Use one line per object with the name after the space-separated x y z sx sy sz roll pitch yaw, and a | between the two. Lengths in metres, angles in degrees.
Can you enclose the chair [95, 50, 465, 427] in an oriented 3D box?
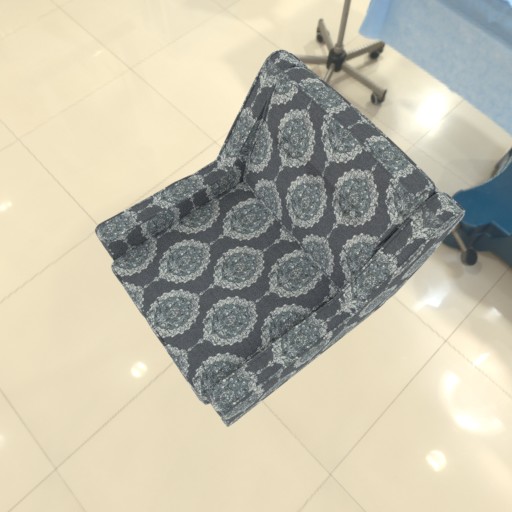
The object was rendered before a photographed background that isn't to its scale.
0.000 0.000 1.334 0.743 0.792 0.663 -34 70 -15 | chair
